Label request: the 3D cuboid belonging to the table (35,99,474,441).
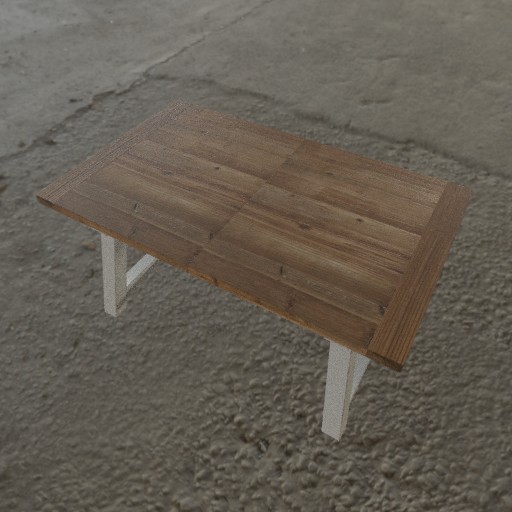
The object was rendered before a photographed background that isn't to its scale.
[{"bbox_3d":[0.000,0.000,2.050,1.503,0.743,0.922,23,51,20],"label":"table"}]
